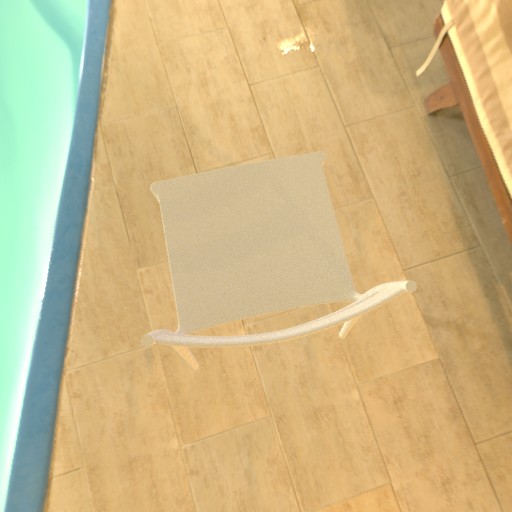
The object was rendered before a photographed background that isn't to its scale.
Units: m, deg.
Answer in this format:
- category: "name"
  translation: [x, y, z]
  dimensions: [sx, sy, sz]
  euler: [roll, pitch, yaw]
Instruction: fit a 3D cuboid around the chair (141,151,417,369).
- category: "chair"
  translation: [0.000, 0.000, 1.175]
  dimensions: [0.531, 0.800, 0.511]
  euler: [-11, 75, -3]
